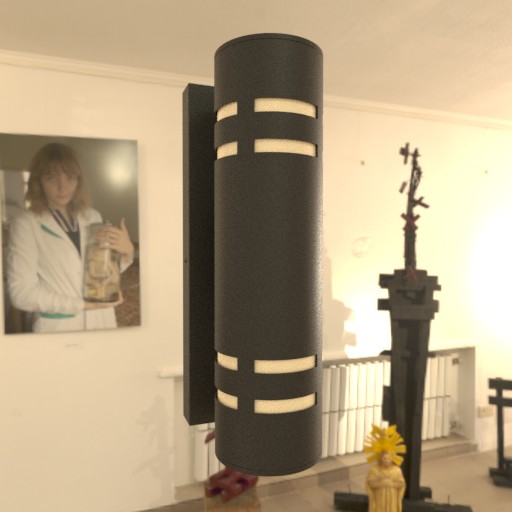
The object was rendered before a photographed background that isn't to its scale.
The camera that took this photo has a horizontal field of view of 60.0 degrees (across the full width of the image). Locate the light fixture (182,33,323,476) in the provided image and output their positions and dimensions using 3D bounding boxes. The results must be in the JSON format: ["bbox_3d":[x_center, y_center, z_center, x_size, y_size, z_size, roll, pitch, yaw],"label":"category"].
[{"bbox_3d":[0.000,0.000,0.401,0.105,0.330,0.149,0,1,-21],"label":"light fixture"}]
